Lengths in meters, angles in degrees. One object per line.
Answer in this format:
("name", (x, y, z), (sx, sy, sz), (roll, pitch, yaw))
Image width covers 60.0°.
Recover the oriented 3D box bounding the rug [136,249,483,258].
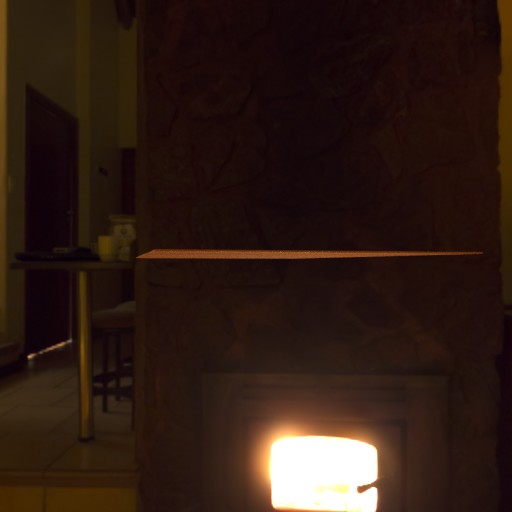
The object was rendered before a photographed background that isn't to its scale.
("rug", (0.000, 0.000, 3.041), (1.523, 0.008, 2.438), (0, -1, -17))
